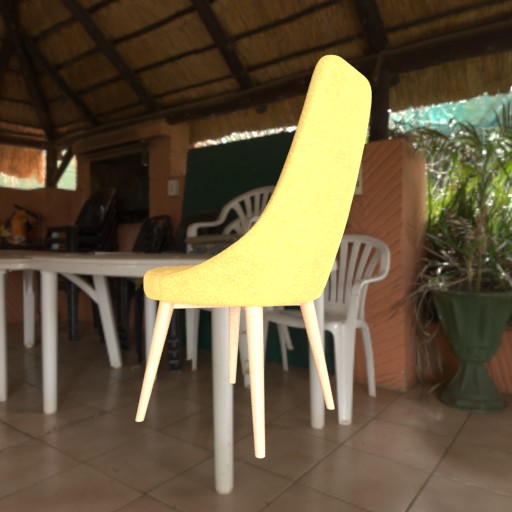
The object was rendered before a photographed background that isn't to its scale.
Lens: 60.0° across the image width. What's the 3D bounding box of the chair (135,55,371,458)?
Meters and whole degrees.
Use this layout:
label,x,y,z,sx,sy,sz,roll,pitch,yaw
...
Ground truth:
label,x,y,z,sx,sy,sz,roll,pitch,yaw
chair,0.000,0.000,1.403,0.660,1.040,0.510,1,2,35
